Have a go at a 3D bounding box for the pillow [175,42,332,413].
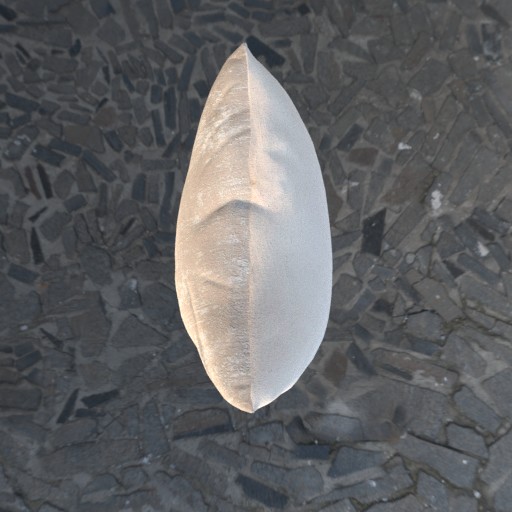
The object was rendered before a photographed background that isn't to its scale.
[{"bbox_3d":[0.000,0.000,0.713,0.245,0.448,0.450,1,76,0],"label":"pillow"}]
